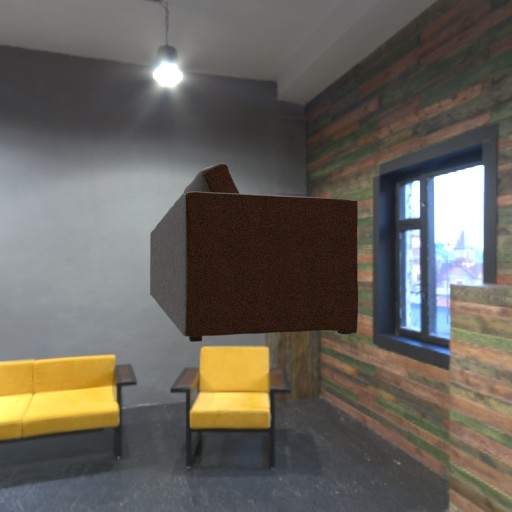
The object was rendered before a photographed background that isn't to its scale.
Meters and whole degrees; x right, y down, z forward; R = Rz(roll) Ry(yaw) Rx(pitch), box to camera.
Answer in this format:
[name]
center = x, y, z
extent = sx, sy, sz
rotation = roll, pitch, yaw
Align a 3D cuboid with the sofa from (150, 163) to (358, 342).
[sofa]
center = 0.000, 0.000, 3.868
extent = 1.650, 0.922, 3.205
rotation = 0, -1, -16
